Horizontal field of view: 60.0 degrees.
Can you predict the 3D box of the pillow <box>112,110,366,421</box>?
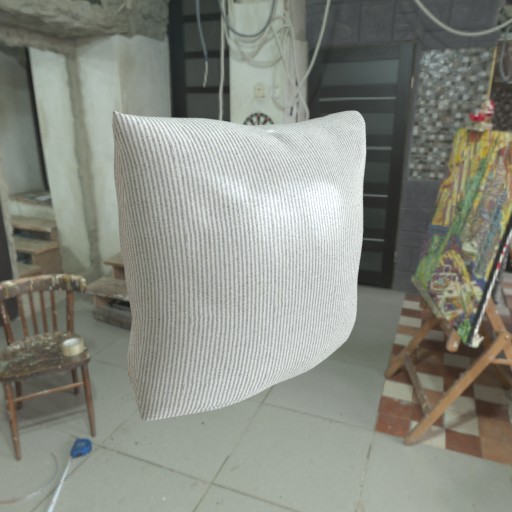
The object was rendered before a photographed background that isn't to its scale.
[{"bbox_3d":[0.000,0.000,0.690,0.387,0.432,0.310,-2,18,-7],"label":"pillow"}]
